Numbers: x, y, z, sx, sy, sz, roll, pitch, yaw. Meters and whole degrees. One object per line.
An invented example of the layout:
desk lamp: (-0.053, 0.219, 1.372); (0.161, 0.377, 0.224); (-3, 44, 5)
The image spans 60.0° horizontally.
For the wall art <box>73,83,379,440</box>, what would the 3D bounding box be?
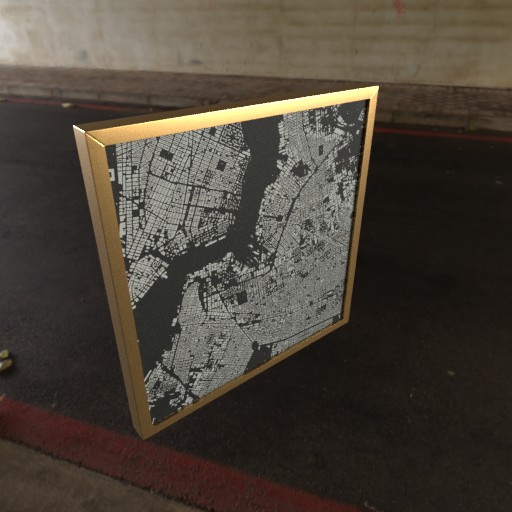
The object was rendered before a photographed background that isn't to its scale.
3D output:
wall art: (0.000, 0.000, 0.456); (0.305, 0.305, 0.023); (-21, 36, -33)
